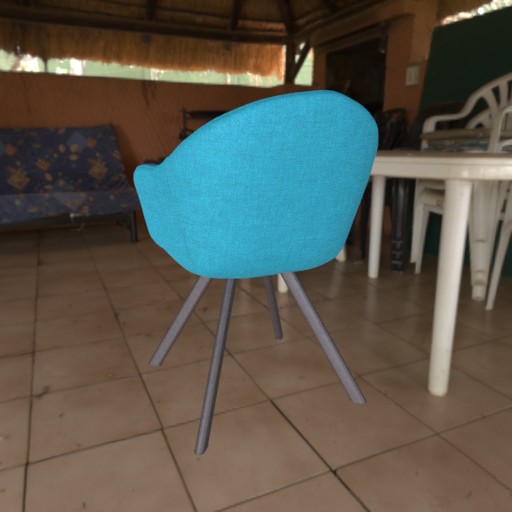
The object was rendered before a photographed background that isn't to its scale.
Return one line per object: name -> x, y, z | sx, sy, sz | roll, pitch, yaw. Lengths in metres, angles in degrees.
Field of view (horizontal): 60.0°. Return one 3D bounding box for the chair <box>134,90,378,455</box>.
chair -> 0.000, 0.000, 1.170 | 0.545, 0.775, 0.565 | -7, 16, -25
